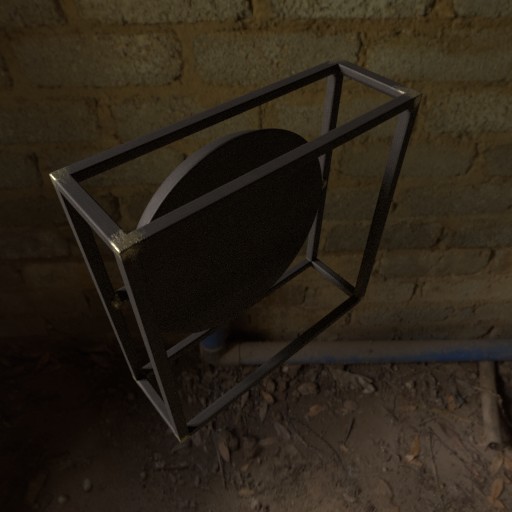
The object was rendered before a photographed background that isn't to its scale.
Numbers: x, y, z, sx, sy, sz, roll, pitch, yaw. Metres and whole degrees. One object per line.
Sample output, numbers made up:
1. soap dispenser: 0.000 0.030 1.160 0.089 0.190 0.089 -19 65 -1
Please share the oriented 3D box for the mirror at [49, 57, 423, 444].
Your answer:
1. mirror: 0.000 0.000 0.470 0.306 0.303 0.107 -32 54 -26
